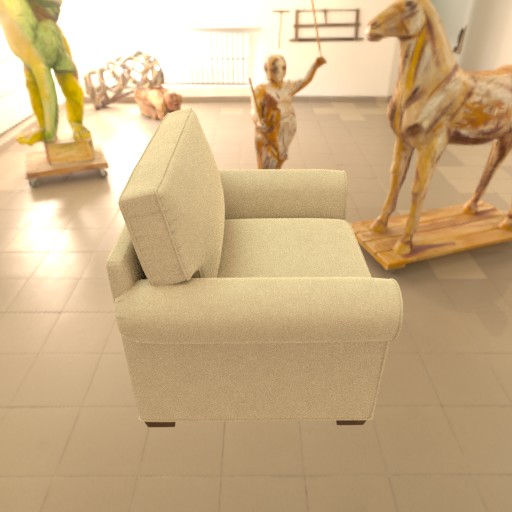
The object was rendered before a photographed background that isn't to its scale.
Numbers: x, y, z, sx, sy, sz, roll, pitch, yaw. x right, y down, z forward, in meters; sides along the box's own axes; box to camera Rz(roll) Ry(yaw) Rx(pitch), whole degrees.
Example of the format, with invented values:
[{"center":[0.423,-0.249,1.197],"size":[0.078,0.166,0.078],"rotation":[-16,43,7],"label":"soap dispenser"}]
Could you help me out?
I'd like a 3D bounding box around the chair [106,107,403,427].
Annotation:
[{"center":[0.000,0.000,1.745],"size":[0.863,0.955,1.040],"rotation":[0,33,-1],"label":"chair"}]
